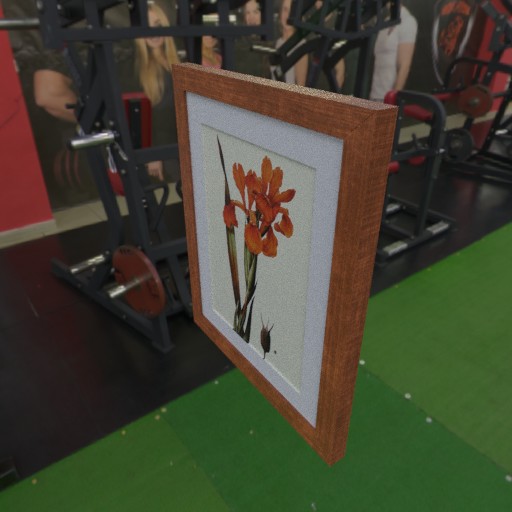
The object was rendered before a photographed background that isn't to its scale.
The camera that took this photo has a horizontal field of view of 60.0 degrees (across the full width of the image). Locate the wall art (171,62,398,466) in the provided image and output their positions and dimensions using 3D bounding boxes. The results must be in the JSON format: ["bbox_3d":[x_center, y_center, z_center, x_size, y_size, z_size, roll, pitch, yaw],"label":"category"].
[{"bbox_3d":[0.000,0.000,0.759,0.033,0.567,0.467,-19,35,-30],"label":"wall art"}]
